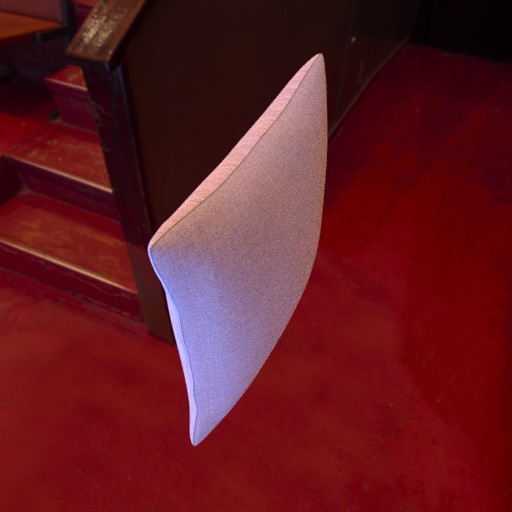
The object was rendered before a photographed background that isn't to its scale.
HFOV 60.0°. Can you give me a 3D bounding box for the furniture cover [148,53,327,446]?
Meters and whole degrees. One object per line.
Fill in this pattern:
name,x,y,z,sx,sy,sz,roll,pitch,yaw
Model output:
furniture cover,0.000,0.000,0.767,0.178,0.506,0.512,19,50,17
